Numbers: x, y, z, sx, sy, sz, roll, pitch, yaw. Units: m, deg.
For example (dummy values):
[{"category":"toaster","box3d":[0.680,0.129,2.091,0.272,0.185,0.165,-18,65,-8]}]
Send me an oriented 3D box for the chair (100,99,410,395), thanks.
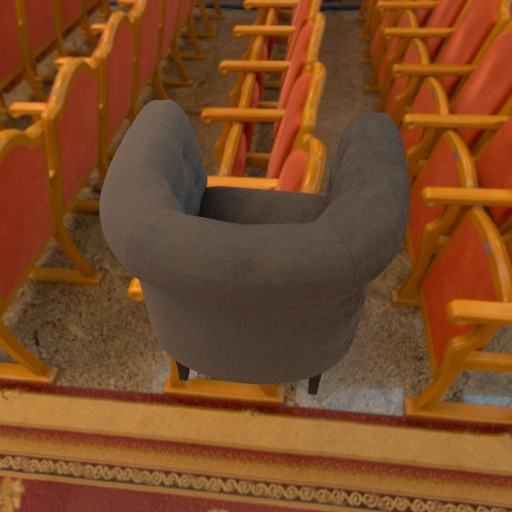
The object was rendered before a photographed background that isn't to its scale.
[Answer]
[{"category":"chair","box3d":[0.000,0.000,1.545,0.904,0.826,0.851,5,46,5]}]
